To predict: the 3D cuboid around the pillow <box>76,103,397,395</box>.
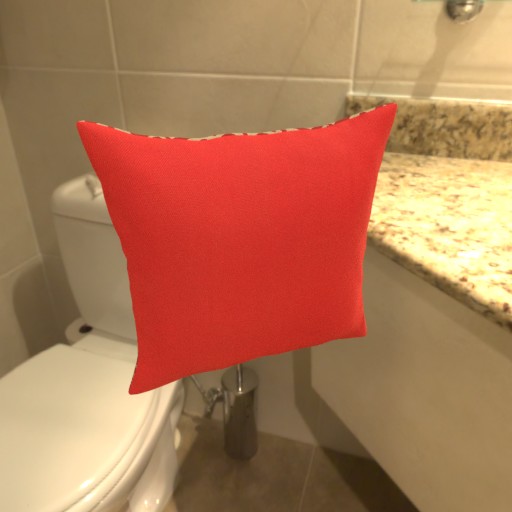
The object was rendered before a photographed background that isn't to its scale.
[{"bbox_3d":[0.000,0.000,0.801,0.522,0.507,0.192,-9,29,-17],"label":"pillow"}]
